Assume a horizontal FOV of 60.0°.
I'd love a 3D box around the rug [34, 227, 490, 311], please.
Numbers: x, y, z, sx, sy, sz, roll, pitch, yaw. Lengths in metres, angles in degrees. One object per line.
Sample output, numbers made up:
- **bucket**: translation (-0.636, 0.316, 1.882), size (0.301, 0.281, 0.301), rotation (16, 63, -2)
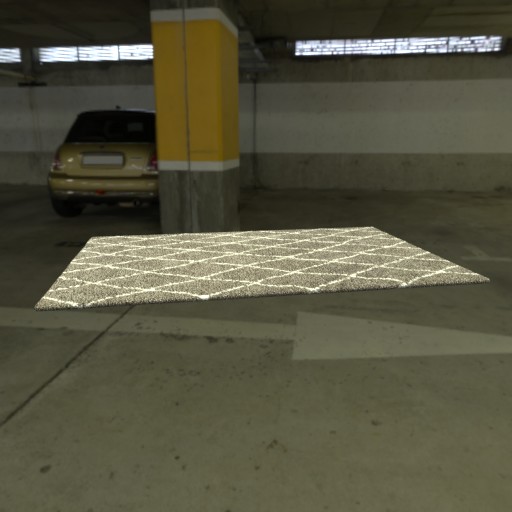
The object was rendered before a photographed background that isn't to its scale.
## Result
- **rug**: translation (0.000, 0.000, 3.448), size (2.743, 0.030, 1.778), rotation (-3, 15, -10)
